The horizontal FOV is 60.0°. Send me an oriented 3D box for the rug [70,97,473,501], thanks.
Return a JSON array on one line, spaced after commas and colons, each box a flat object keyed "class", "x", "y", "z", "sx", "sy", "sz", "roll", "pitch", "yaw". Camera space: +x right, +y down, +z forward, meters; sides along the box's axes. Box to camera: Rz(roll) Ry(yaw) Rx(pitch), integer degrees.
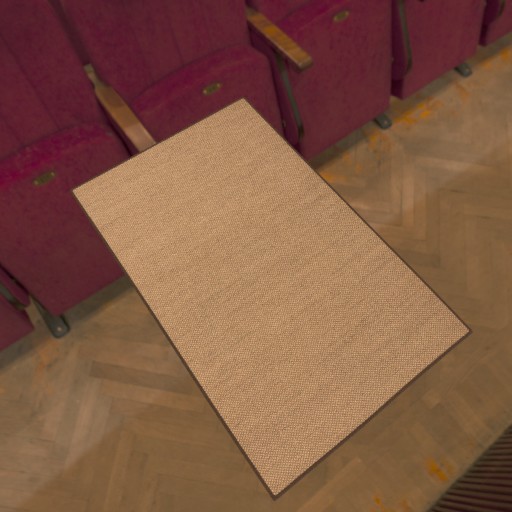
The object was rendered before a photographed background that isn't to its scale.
[{"class": "rug", "x": 0.000, "y": 0.000, "z": 2.035, "sx": 1.067, "sy": 0.013, "sz": 1.676, "roll": -33, "pitch": 69, "yaw": -15}]
